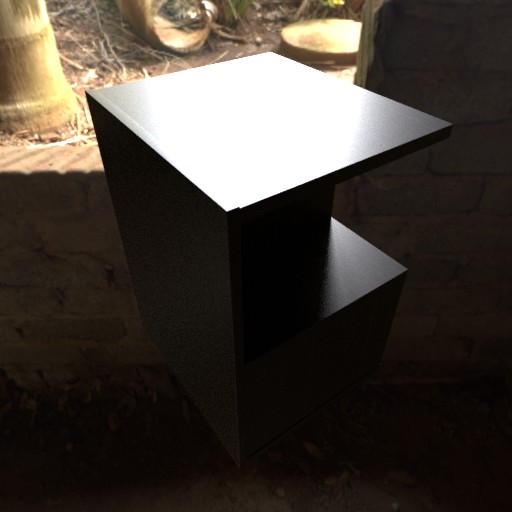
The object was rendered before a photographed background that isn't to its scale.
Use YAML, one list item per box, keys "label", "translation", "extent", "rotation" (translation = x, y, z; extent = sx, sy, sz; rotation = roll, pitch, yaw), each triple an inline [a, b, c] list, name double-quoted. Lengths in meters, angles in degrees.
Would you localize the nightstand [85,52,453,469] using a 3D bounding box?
- label: "nightstand"
  translation: [0.000, 0.000, 0.808]
  extent: [0.356, 0.559, 0.400]
  rotation: [-25, 46, -26]
